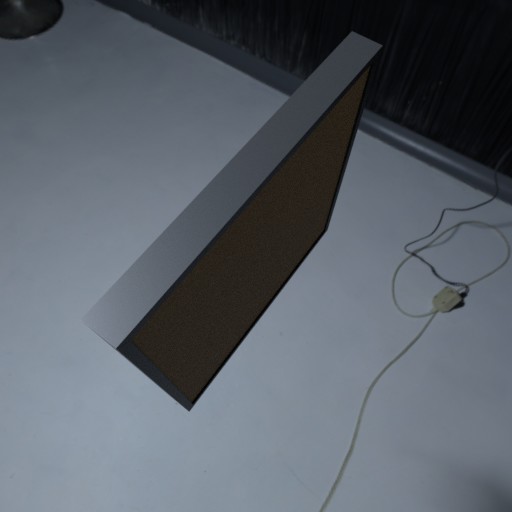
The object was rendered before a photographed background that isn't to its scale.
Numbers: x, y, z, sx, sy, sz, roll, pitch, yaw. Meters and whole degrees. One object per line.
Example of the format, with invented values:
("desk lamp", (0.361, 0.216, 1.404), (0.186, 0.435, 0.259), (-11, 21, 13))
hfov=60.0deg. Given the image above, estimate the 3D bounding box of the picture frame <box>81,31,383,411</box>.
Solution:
("picture frame", (0.000, 0.000, 0.462), (0.030, 0.317, 0.317), (34, 69, 15))
